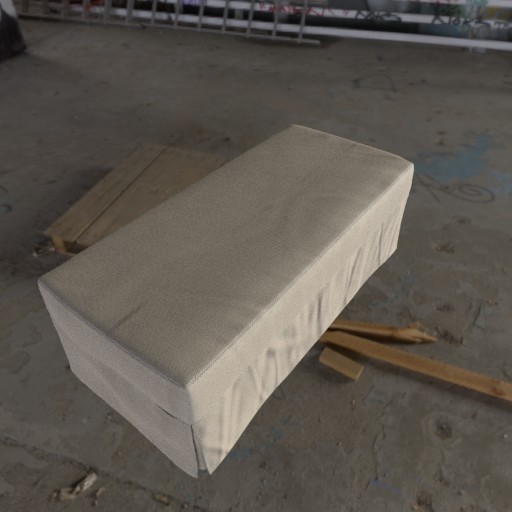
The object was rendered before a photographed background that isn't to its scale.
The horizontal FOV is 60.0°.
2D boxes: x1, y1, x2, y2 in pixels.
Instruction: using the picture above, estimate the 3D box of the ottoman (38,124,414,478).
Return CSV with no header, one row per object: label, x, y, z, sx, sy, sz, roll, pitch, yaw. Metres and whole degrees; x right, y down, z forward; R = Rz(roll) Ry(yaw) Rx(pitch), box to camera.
ottoman,0.000,0.000,1.688,0.665,0.457,1.388,27,48,27
